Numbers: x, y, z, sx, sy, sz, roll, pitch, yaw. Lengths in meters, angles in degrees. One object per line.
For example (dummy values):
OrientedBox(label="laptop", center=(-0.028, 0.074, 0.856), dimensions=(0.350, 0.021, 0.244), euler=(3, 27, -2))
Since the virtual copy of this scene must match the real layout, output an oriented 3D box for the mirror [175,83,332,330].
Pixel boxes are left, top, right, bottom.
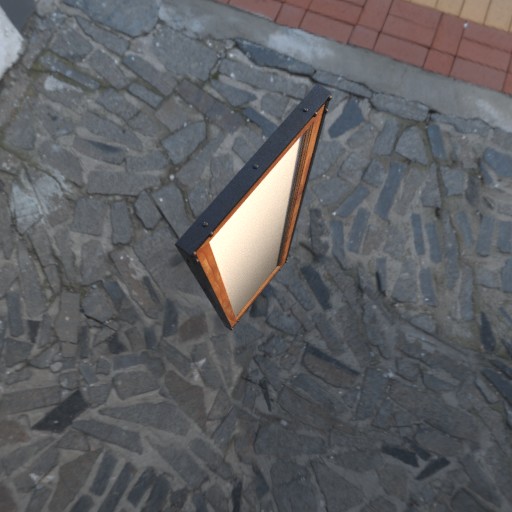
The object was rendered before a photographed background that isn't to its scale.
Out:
OrientedBox(label="mirror", center=(0.000, 0.000, 1.199), dimensions=(0.042, 1.080, 0.354), euler=(38, 78, 9))
